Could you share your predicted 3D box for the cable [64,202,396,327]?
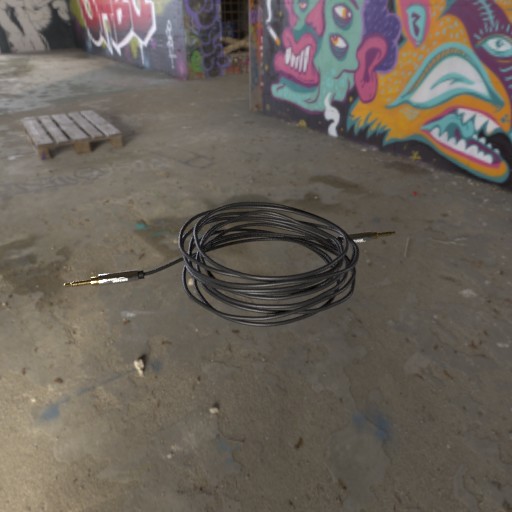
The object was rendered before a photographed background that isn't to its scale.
[{"bbox_3d":[0.000,0.000,0.509,0.432,0.069,0.198,-8,31,-13],"label":"cable"}]
